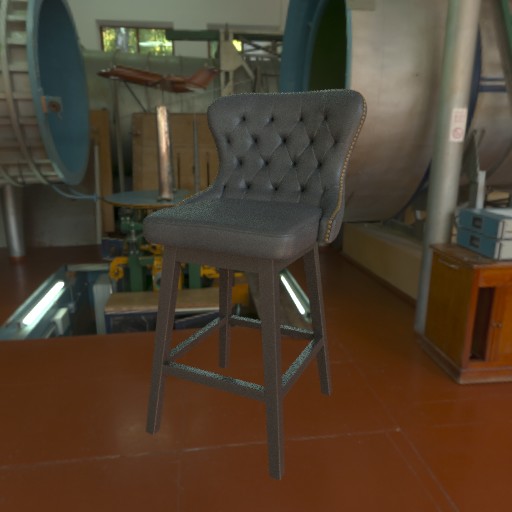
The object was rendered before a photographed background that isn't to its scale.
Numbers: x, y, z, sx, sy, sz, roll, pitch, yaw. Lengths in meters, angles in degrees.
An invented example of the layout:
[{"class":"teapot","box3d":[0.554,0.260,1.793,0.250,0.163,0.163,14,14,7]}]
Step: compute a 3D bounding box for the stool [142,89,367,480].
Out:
[{"class":"stool","box3d":[0.000,0.000,1.329,0.528,0.971,0.593,7,17,25]}]
